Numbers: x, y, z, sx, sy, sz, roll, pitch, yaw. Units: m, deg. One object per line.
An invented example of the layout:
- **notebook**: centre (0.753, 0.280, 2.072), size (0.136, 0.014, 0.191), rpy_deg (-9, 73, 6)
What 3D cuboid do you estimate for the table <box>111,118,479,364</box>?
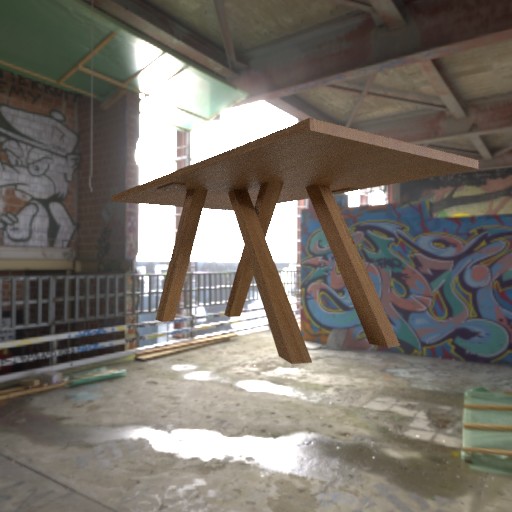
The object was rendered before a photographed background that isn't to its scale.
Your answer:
- **table**: centre (0.000, 0.000, 2.233), size (0.901, 0.750, 1.797), rpy_deg (1, -1, -35)
